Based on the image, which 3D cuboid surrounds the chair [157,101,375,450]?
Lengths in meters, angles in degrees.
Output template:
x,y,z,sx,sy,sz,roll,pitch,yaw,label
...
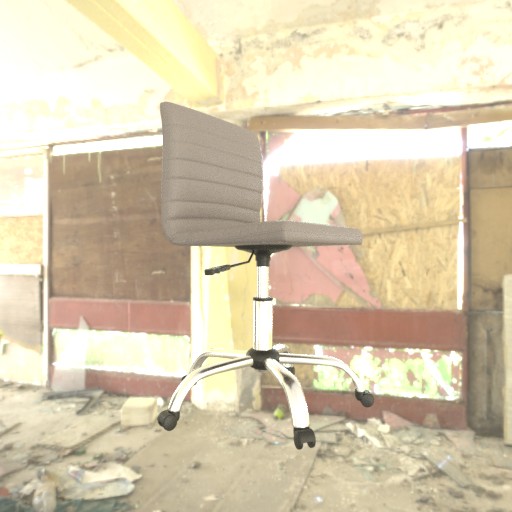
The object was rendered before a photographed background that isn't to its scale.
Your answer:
x,y,z,sx,sy,sz,roll,pitch,yaw,label
0.000,0.000,1.171,0.530,0.780,0.556,0,0,37,chair
